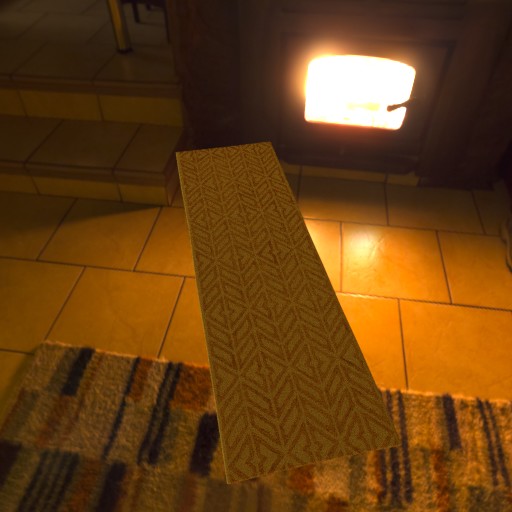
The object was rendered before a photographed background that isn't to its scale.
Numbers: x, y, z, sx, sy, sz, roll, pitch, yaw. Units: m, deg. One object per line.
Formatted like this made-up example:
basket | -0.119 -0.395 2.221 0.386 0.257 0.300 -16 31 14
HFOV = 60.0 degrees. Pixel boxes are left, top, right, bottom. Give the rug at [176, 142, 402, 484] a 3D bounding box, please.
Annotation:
rug | 0.000 0.000 2.650 0.750 0.009 2.435 -9 46 -8
